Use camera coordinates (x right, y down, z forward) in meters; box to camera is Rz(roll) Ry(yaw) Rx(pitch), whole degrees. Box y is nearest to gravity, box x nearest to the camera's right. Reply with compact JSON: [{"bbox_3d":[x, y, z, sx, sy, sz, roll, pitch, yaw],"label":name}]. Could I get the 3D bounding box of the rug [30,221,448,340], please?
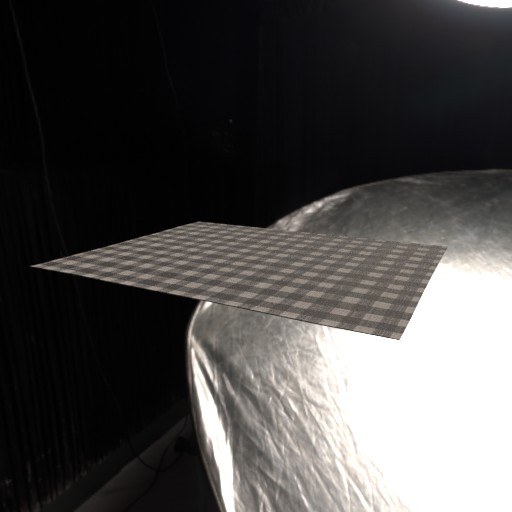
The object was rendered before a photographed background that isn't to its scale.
[{"bbox_3d":[0.000,0.000,4.058,3.021,0.013,2.432,8,16,27],"label":"rug"}]
